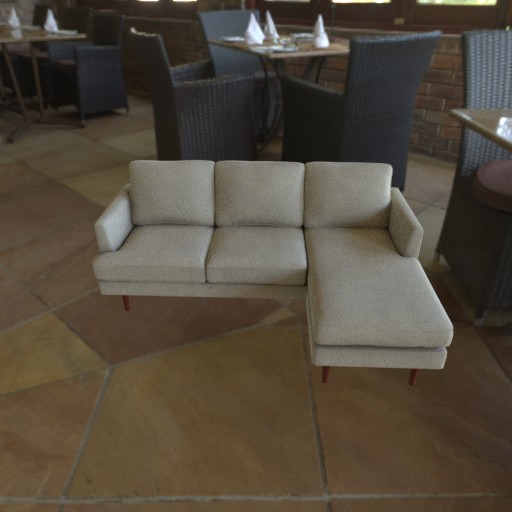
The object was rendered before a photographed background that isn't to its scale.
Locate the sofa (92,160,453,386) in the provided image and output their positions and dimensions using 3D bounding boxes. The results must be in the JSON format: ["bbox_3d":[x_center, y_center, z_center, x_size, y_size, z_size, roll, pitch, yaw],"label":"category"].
[{"bbox_3d":[0.000,0.000,3.068,2.233,0.956,1.504,1,31,2],"label":"sofa"}]
